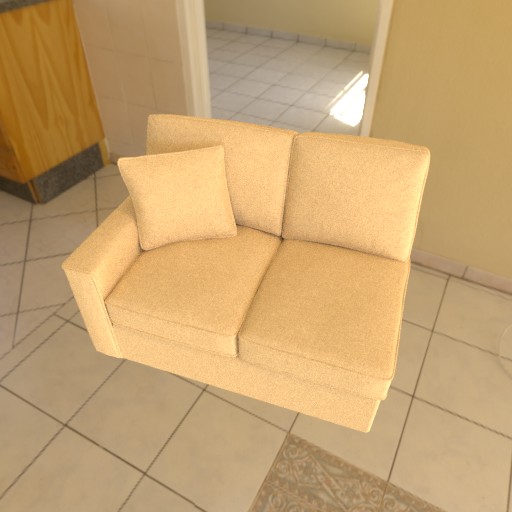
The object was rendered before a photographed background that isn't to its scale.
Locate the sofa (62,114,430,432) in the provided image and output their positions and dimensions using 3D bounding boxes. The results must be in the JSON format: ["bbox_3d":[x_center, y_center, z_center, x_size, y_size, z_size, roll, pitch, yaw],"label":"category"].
[{"bbox_3d":[0.000,0.000,2.089,1.388,0.989,0.991,13,43,14],"label":"sofa"}]
